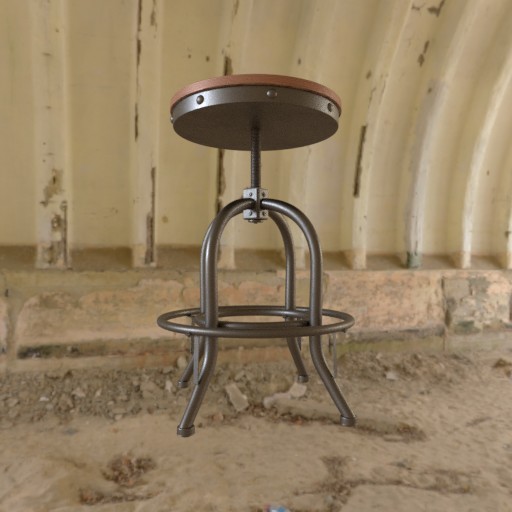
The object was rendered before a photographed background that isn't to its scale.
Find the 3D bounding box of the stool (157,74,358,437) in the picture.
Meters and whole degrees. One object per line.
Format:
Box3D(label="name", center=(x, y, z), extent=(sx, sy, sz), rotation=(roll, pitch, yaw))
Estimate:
Box3D(label="stool", center=(0.000, 0.000, 0.915), extent=(0.439, 0.609, 0.439), rotation=(0, -1, 35))
